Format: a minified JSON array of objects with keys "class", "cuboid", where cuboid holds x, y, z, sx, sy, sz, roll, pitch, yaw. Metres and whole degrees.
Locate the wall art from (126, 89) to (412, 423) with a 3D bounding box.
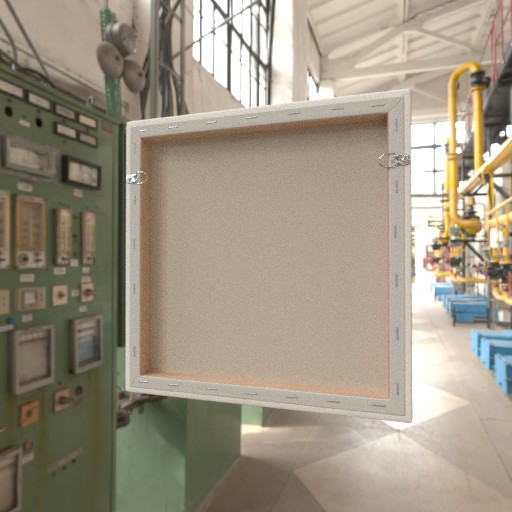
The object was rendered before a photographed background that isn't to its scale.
[{"class":"wall art","cuboid":[0.000,0.000,0.765,0.507,0.508,0.038,0,-1,19]}]
